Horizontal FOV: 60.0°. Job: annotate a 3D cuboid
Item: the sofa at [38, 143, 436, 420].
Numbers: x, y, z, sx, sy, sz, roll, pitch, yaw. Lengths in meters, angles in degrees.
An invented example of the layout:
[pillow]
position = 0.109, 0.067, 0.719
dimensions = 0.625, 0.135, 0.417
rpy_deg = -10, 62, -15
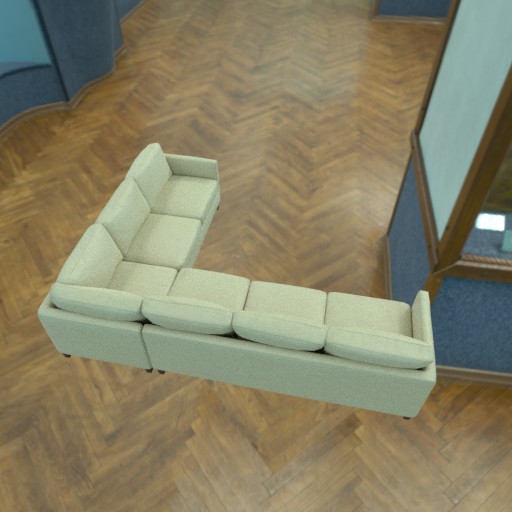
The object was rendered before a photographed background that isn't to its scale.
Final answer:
[sofa]
position = 0.000, 0.000, 4.543
dimensions = 3.302, 0.947, 2.593
rpy_deg = 8, 46, 8
